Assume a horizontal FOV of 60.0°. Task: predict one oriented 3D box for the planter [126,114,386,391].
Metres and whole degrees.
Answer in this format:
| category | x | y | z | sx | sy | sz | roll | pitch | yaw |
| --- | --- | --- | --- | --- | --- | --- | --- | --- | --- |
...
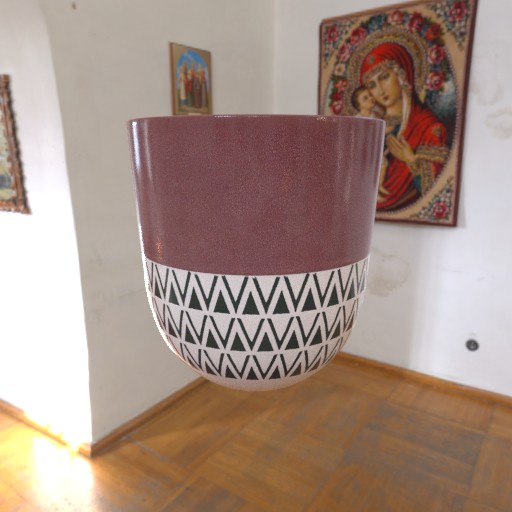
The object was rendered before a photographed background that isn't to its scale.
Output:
| category | x | y | z | sx | sy | sz | roll | pitch | yaw |
| --- | --- | --- | --- | --- | --- | --- | --- | --- | --- |
| planter | 0.000 | 0.000 | 0.371 | 0.195 | 0.214 | 0.195 | 0 | 14 | 0 |
